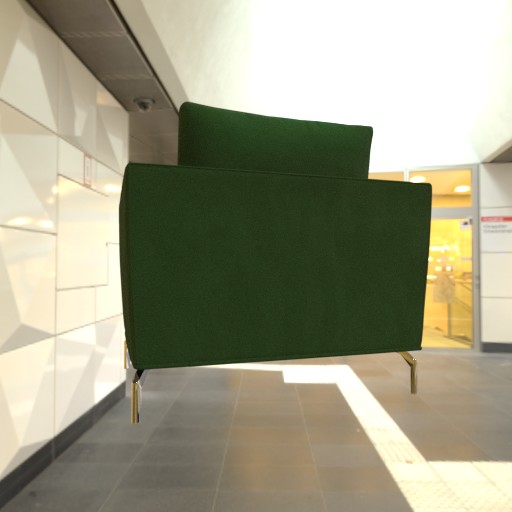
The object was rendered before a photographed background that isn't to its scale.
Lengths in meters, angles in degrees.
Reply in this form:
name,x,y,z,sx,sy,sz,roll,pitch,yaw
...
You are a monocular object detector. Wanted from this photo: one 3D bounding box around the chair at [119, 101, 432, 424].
name,x,y,z,sx,sy,sz,roll,pitch,yaw
chair,0.000,0.000,1.787,1.047,0.997,0.852,0,-2,-18
